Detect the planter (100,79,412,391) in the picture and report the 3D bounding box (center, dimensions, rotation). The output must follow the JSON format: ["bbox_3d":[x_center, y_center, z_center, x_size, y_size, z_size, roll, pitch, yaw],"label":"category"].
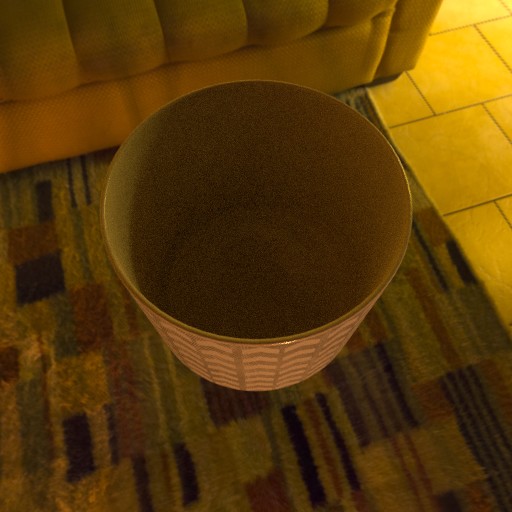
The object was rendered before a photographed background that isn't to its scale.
[{"bbox_3d":[0.000,0.000,0.464,0.250,0.239,0.250,0,64,0],"label":"planter"}]
